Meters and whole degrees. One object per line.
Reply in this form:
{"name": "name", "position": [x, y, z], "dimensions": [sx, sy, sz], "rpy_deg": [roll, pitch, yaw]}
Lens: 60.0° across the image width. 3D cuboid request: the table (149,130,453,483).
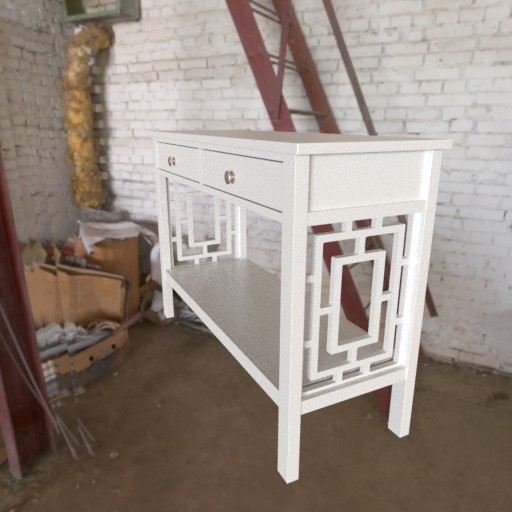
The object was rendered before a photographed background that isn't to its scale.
{"name": "table", "position": [0.000, 0.000, 1.416], "dimensions": [0.397, 0.753, 1.068], "rpy_deg": [-8, 19, -25]}
